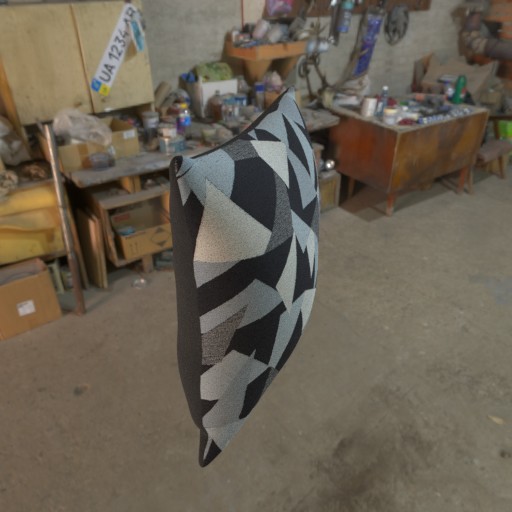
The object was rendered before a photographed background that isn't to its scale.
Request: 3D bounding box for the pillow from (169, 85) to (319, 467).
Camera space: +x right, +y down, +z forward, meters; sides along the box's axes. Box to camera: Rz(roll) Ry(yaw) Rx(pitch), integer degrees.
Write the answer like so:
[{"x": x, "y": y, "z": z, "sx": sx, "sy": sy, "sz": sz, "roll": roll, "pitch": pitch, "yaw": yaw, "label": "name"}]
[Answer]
[{"x": 0.000, "y": 0.000, "z": 0.769, "sx": 0.208, "sy": 0.496, "sz": 0.503, "roll": 10, "pitch": 32, "yaw": 16, "label": "pillow"}]
